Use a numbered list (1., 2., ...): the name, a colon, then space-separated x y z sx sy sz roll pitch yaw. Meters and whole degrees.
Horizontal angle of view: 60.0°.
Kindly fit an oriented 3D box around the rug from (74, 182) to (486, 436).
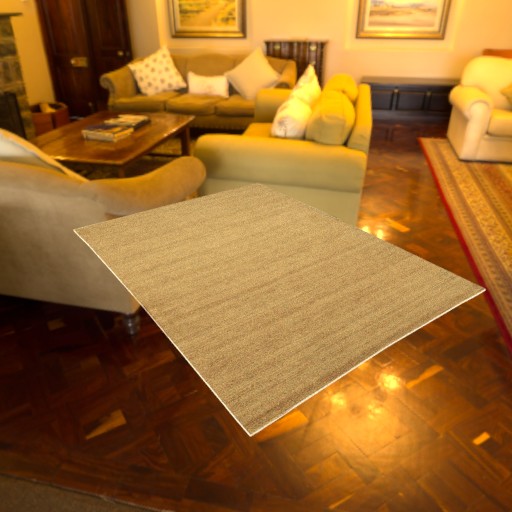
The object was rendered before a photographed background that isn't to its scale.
1. rug: 0.000 0.000 4.177 2.434 0.045 3.202 -20 35 -31
